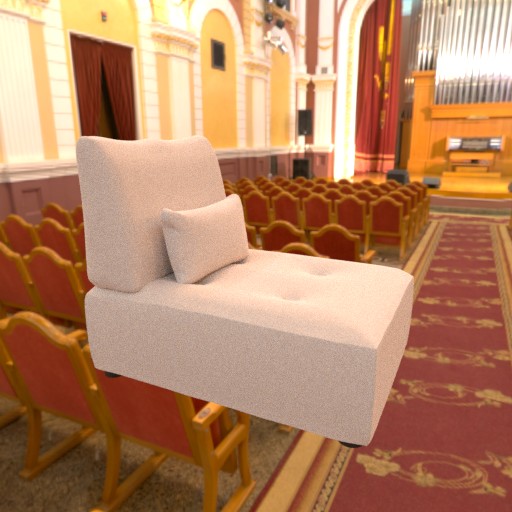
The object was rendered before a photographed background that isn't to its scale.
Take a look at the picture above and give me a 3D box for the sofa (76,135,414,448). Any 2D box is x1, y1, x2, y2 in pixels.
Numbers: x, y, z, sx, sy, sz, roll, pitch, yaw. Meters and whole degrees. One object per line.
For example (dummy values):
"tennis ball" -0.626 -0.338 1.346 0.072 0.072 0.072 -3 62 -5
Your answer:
"sofa" 0.000 0.000 1.561 1.000 0.820 0.700 7 17 25
